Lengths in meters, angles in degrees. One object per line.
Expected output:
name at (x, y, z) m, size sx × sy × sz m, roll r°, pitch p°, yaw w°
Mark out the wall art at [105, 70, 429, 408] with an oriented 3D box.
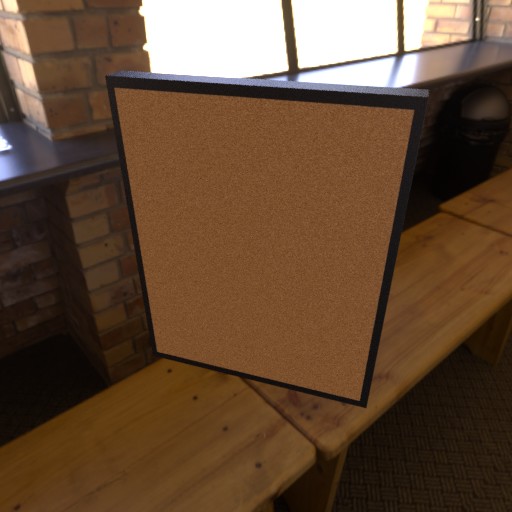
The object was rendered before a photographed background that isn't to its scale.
wall art at (0.000, 0.000, 0.496) m, size 0.294 × 0.369 × 0.030 m, roll 10°, pitch 33°, yaw 15°
